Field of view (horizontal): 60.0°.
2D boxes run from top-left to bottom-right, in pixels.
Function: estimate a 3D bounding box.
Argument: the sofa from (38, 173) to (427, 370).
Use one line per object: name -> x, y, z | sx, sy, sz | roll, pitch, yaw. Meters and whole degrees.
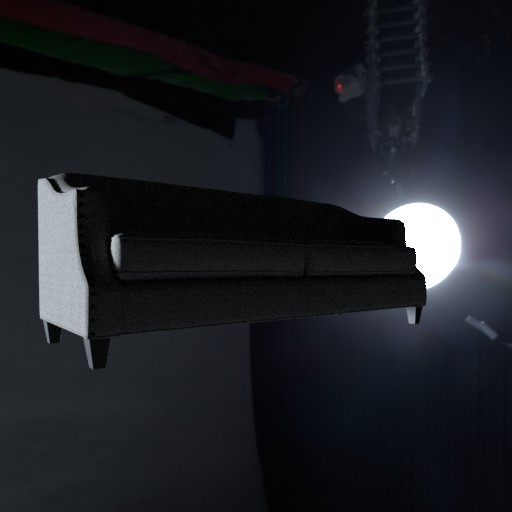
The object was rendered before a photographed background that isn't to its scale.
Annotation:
sofa -> 0.000, 0.000, 2.661 | 2.235, 0.901, 0.914 | 1, -1, -37
